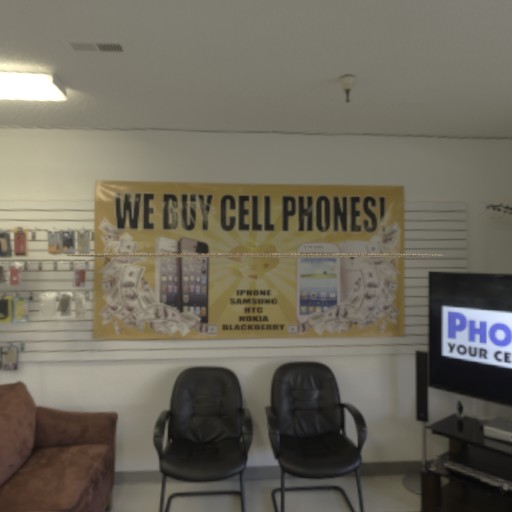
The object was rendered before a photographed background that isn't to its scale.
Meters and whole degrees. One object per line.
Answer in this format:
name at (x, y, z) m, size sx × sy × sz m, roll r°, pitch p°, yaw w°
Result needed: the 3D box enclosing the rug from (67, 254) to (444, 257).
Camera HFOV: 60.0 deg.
rug at (0.000, 0.000, 3.009) m, size 2.432 × 0.006 × 1.520 m, roll 0°, pitch -1°, yaw -1°
